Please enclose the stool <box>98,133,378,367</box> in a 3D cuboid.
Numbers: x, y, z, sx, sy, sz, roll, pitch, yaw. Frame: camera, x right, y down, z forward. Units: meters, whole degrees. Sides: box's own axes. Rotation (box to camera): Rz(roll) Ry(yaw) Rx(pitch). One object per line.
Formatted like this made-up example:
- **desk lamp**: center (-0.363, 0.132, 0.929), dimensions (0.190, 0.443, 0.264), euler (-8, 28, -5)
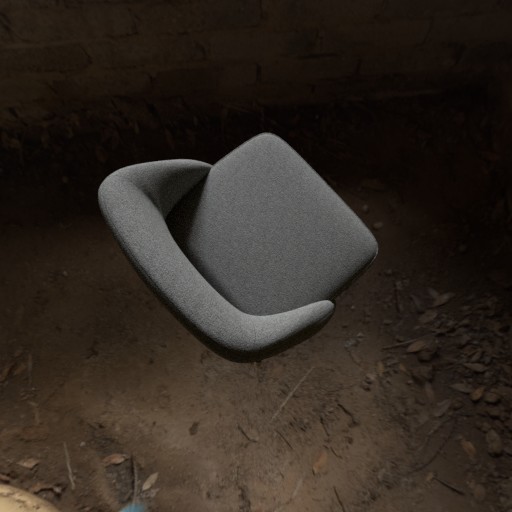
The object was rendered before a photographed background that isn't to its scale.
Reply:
- **stool**: center (0.000, 0.000, 1.251), dimensions (0.524, 0.925, 0.536), euler (-39, 78, -10)
